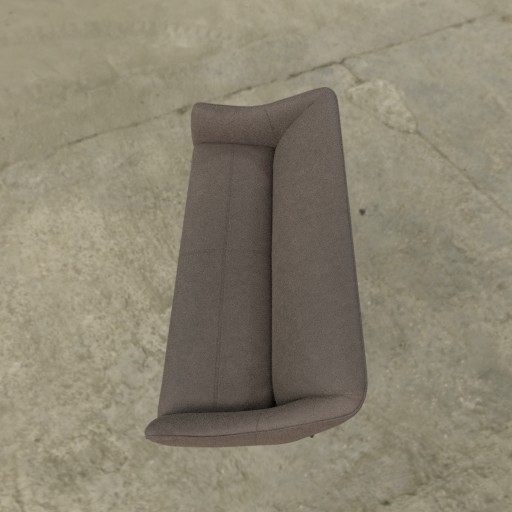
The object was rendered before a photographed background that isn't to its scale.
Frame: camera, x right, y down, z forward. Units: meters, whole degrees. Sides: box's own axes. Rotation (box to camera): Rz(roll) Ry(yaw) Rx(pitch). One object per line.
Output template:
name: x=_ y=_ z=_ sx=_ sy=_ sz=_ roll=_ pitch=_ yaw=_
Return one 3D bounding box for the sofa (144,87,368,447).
sofa: x=0.000 y=0.000 z=2.368 sx=0.869 sy=0.831 sz=1.928 roll=1 pitch=59 yaw=1
